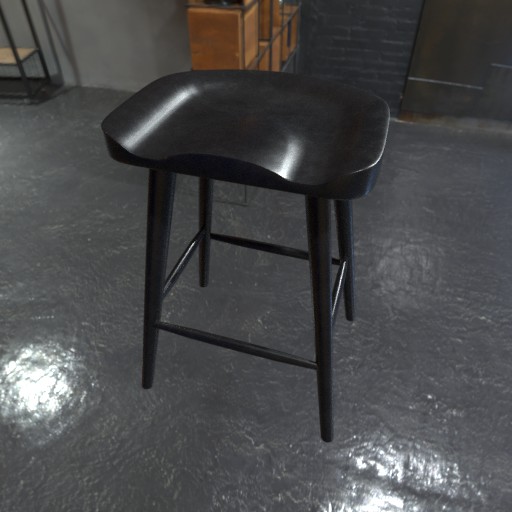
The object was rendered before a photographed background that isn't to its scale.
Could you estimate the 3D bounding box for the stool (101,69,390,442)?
[{"bbox_3d":[0.000,0.000,0.879,0.440,0.615,0.361,12,43,13],"label":"stool"}]
